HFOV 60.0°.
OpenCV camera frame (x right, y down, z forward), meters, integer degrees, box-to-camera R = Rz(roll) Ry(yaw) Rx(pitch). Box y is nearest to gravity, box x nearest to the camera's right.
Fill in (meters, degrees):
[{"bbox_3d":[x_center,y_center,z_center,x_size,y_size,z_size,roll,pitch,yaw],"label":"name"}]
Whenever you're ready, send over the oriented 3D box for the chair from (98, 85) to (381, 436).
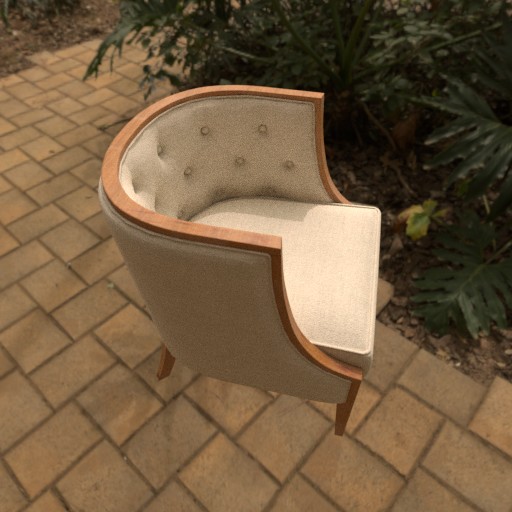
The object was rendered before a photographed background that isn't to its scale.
[{"bbox_3d":[0.000,0.000,1.390,0.757,0.775,0.711,10,46,9],"label":"chair"}]
